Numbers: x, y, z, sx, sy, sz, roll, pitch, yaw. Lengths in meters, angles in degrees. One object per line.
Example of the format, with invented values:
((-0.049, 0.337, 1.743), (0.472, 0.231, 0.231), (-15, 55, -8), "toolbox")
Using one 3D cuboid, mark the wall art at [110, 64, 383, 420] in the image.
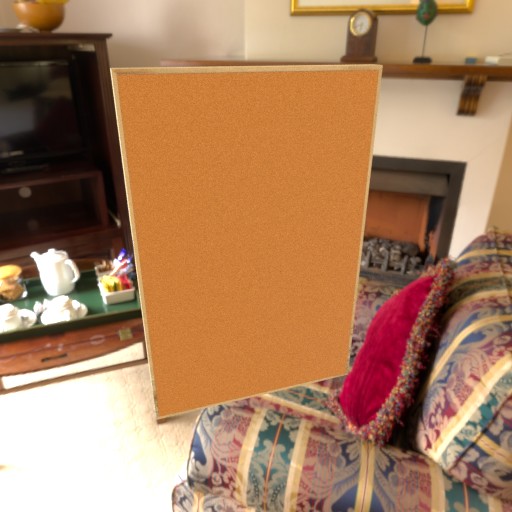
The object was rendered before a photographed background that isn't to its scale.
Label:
((0.000, 0.000, 0.971), (0.508, 0.764, 0.038), (-8, 27, -16), "wall art")
